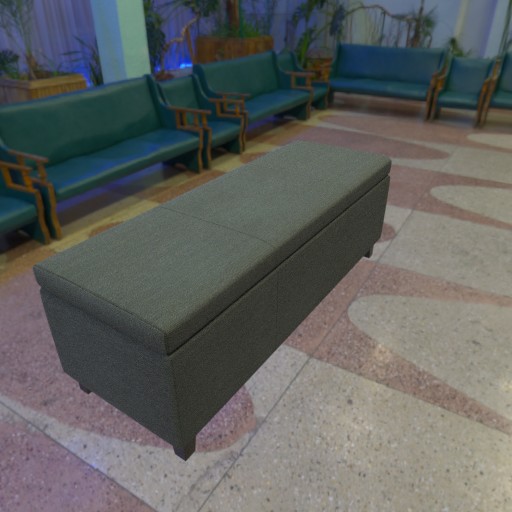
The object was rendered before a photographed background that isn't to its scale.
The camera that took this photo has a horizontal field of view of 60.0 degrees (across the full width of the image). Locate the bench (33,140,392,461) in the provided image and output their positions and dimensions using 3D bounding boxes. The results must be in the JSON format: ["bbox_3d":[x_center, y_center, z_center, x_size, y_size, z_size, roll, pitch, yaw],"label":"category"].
[{"bbox_3d":[0.000,0.000,1.479,0.446,0.438,1.269,19,36,29],"label":"bench"}]
